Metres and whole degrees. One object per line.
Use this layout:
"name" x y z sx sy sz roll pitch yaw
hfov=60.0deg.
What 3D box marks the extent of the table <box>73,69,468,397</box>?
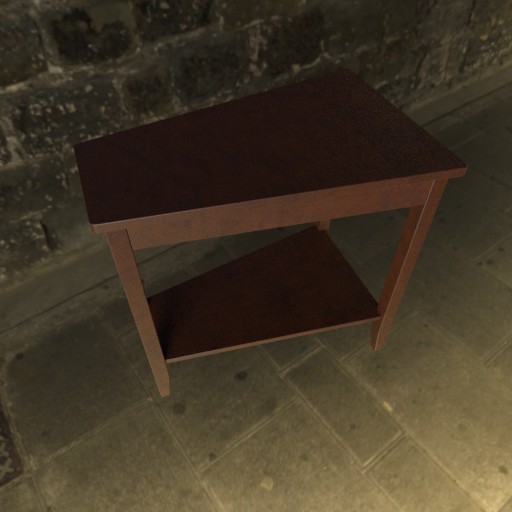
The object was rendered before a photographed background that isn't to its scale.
"table" 0.000 0.000 0.999 0.605 0.589 0.399 -16 49 -15
